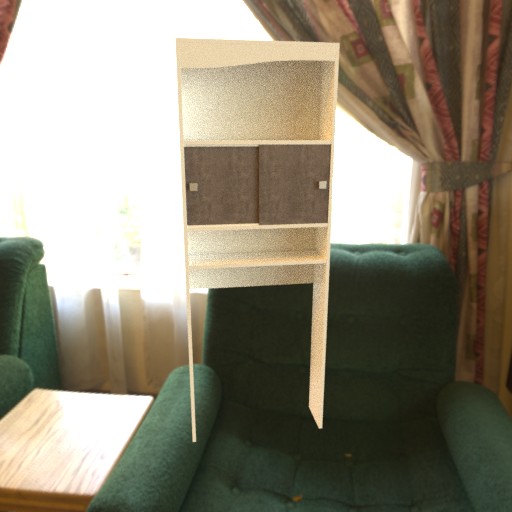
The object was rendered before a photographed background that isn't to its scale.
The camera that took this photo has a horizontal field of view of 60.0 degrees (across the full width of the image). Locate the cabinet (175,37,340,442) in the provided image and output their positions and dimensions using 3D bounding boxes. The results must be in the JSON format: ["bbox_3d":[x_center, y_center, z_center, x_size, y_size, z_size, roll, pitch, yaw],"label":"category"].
[{"bbox_3d":[0.000,0.000,2.024,0.643,1.770,0.192,-2,15,-9],"label":"cabinet"}]
